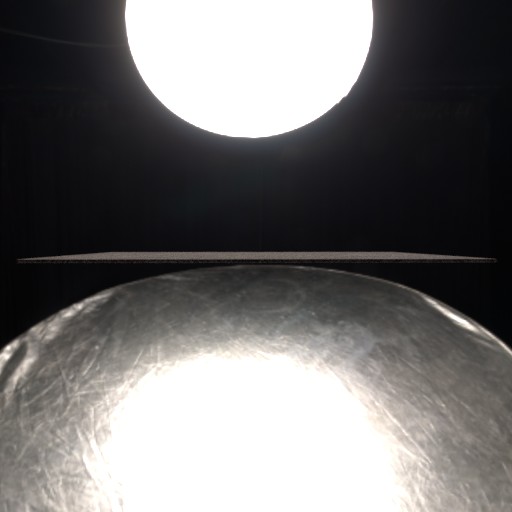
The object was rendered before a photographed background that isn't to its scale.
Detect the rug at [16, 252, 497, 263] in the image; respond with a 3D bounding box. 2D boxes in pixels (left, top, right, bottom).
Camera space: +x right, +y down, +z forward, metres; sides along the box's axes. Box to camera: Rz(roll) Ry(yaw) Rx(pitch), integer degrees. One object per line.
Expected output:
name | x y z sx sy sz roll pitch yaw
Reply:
rug | 0.000 0.000 2.862 2.298 0.017 1.501 0 2 -2
